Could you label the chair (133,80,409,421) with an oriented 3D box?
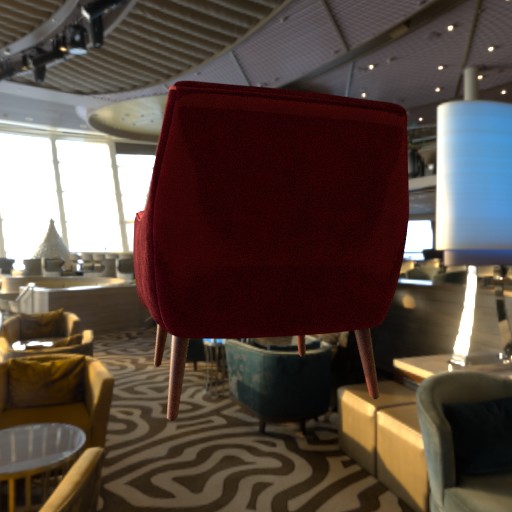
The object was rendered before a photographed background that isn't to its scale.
[{"bbox_3d":[0.000,0.000,1.444,0.762,0.838,0.787,0,0,-16],"label":"chair"}]
